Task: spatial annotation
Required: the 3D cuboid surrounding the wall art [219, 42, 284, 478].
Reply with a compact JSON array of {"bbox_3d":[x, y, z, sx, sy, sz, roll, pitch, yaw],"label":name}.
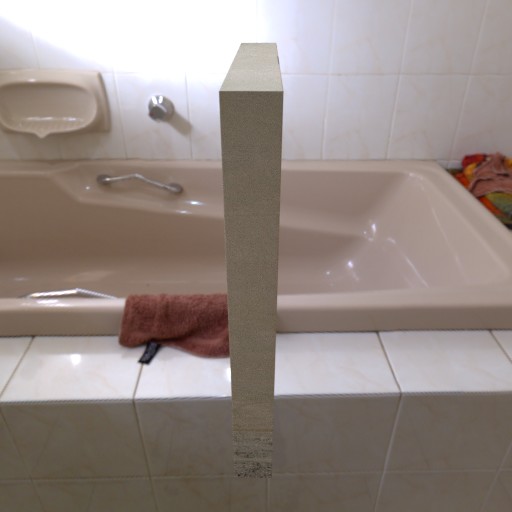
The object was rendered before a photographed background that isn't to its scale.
[{"bbox_3d":[0.000,0.000,0.466,0.038,0.381,0.254,1,31,1],"label":"wall art"}]
